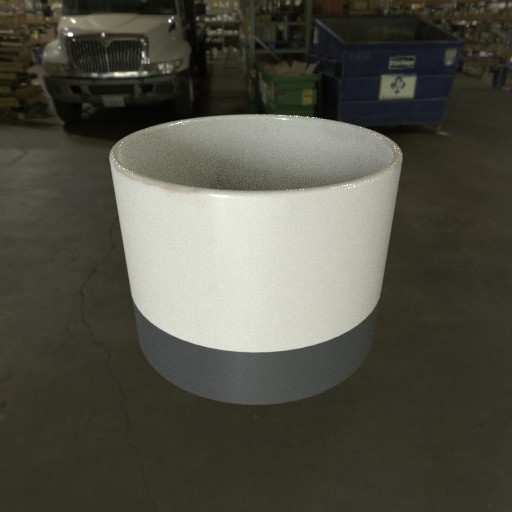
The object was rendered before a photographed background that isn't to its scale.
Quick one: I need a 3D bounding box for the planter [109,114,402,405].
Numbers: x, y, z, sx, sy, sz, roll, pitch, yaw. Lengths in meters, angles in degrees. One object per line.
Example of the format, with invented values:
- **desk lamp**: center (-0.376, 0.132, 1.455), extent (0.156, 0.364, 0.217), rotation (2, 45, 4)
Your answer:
- **planter**: center (0.000, 0.000, 0.345), extent (0.193, 0.177, 0.193), rotation (0, 29, 0)
